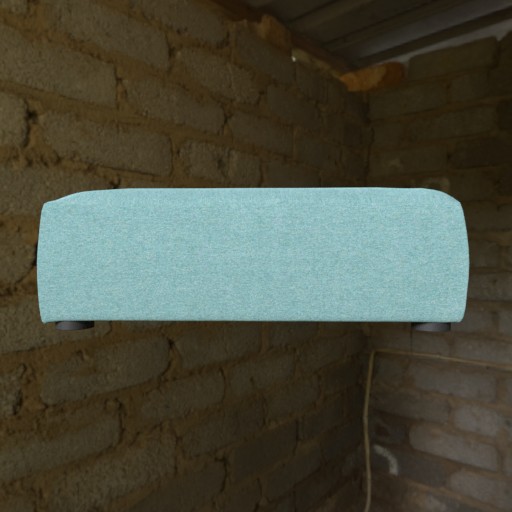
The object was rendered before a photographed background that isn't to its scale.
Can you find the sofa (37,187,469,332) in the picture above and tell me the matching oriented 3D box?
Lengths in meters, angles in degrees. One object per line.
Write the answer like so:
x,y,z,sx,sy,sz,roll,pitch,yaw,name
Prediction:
0.000,0.000,1.417,0.930,0.330,0.930,0,0,1,sofa
